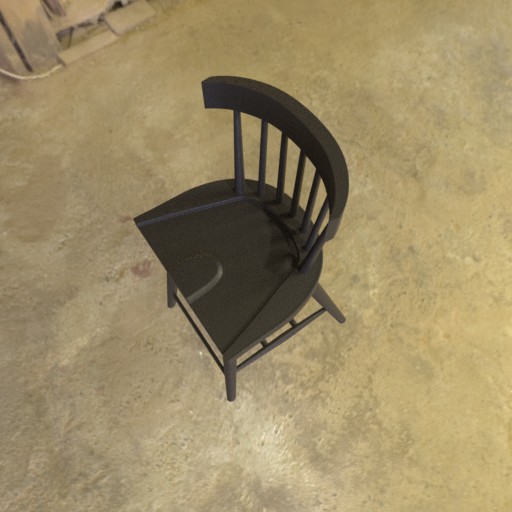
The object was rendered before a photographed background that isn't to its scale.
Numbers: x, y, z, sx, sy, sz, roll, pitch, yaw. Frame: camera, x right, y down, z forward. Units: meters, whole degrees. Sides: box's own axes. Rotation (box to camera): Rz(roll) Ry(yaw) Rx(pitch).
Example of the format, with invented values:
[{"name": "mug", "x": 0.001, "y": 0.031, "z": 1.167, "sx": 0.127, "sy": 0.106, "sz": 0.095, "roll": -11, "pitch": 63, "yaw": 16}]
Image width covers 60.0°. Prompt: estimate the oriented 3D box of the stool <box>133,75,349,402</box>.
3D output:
[{"name": "stool", "x": 0.000, "y": 0.000, "z": 1.325, "sx": 0.549, "sy": 0.953, "sz": 0.494, "roll": -31, "pitch": 67, "yaw": -15}]
